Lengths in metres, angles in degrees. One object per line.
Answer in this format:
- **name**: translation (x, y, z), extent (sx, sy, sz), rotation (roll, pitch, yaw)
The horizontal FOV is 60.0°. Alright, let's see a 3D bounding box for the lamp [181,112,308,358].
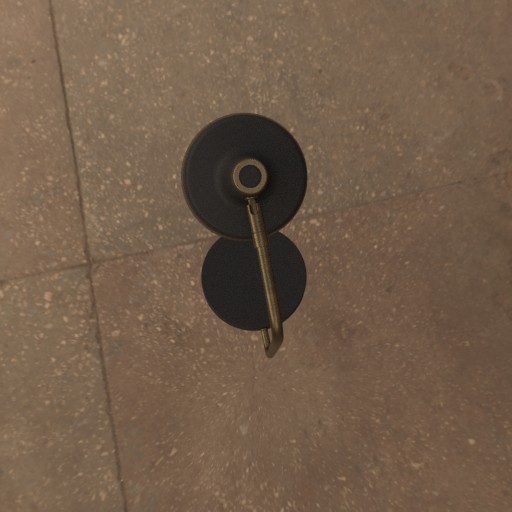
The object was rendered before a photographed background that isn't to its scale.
- **lamp**: translation (0.000, 0.000, 0.500), extent (0.162, 0.385, 0.218), rotation (-11, 75, -3)
